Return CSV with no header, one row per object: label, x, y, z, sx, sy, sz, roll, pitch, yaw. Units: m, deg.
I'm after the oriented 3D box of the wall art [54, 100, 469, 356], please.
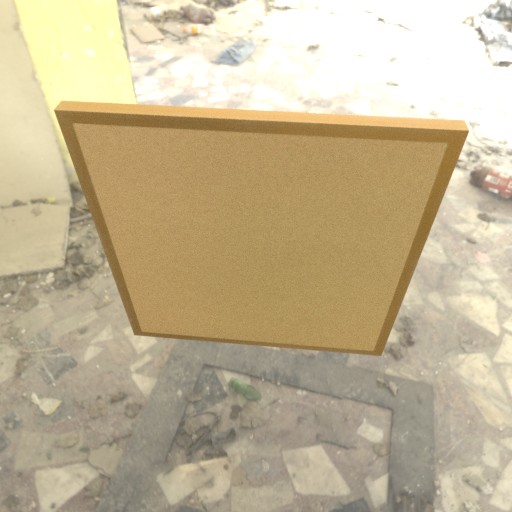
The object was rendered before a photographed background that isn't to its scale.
wall art,0.000,0.000,1.097,0.762,0.760,0.037,4,47,4
